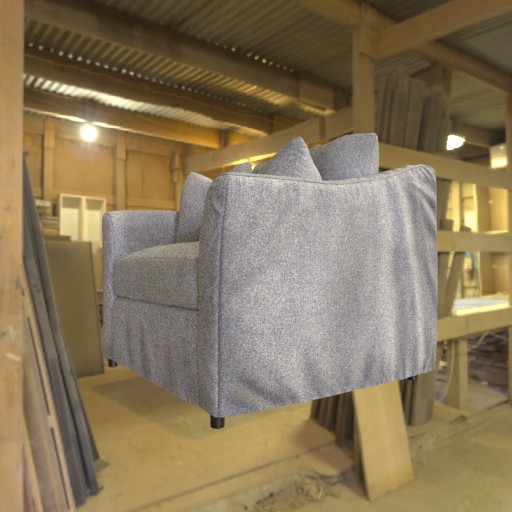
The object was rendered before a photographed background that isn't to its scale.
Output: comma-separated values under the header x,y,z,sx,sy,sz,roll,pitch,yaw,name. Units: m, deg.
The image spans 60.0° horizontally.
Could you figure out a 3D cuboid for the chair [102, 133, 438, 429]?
x,y,z,sx,sy,sz,roll,pitch,yaw,name
0.000,0.000,2.025,1.071,1.059,1.194,1,-2,-35,chair
